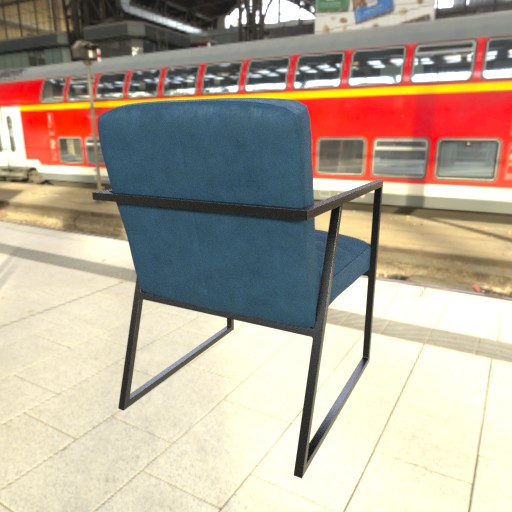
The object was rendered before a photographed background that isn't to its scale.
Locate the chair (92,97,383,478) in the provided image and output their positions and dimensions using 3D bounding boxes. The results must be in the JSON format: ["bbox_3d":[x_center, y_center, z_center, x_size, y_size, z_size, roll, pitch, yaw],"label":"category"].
[{"bbox_3d":[0.000,0.000,1.295,0.571,0.833,0.677,8,18,27],"label":"chair"}]
